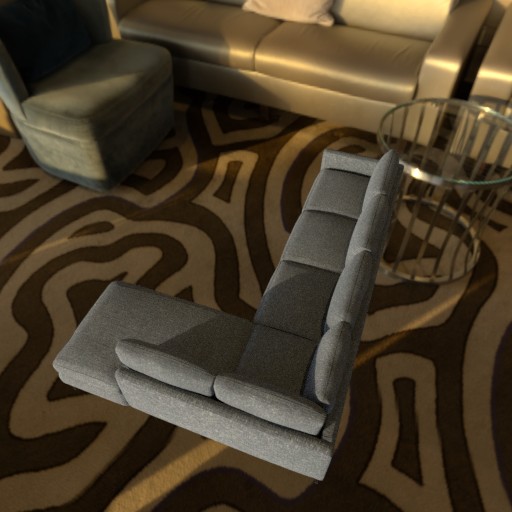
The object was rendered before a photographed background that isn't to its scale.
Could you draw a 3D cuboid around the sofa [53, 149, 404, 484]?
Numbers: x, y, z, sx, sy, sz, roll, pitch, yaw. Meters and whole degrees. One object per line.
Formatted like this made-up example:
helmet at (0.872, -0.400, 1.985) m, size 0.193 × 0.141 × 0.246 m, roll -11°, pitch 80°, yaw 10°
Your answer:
sofa at (0.000, 0.000, 3.782) m, size 2.007 × 0.815 × 2.949 m, roll 16°, pitch 50°, yaw 13°
